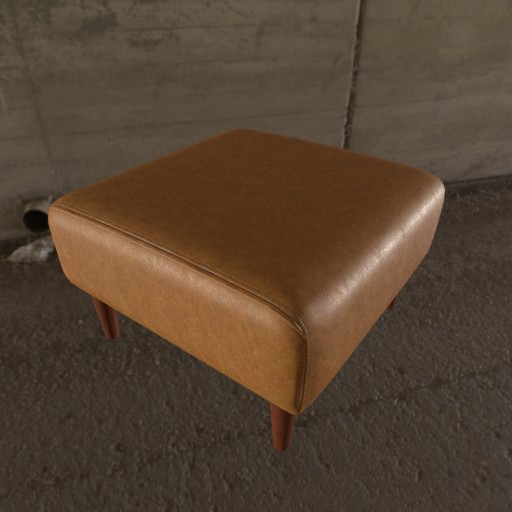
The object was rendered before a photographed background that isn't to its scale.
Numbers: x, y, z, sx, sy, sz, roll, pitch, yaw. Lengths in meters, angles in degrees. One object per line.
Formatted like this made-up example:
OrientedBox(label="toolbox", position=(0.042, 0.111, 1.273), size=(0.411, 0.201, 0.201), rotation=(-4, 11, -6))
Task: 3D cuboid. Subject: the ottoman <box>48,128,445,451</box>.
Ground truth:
OrientedBox(label="ottoman", position=(0.000, 0.000, 1.046), size=(0.650, 0.399, 0.650), rotation=(22, 39, 30))
